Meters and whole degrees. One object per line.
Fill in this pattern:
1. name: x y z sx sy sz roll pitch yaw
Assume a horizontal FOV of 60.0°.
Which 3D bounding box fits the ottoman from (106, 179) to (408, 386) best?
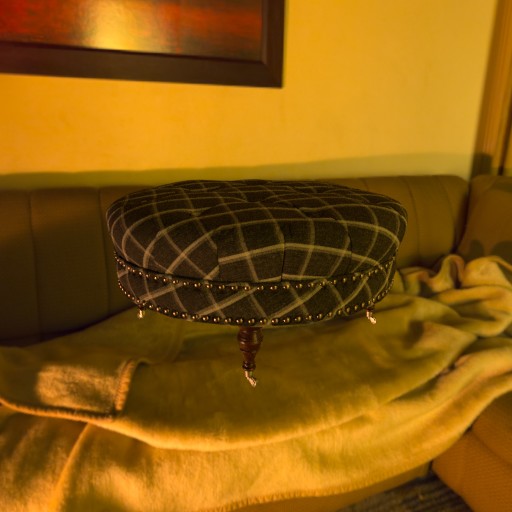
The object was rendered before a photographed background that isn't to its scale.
1. ottoman: 0.000 0.000 1.411 0.901 0.439 0.901 0 16 0
